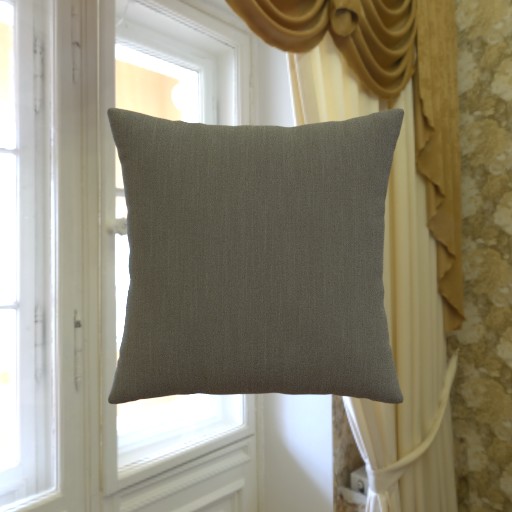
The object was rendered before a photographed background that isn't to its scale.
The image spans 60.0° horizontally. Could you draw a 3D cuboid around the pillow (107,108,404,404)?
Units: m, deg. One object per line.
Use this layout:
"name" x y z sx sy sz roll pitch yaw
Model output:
"pillow" 0.000 0.000 0.763 0.511 0.509 0.161 0 0 0
